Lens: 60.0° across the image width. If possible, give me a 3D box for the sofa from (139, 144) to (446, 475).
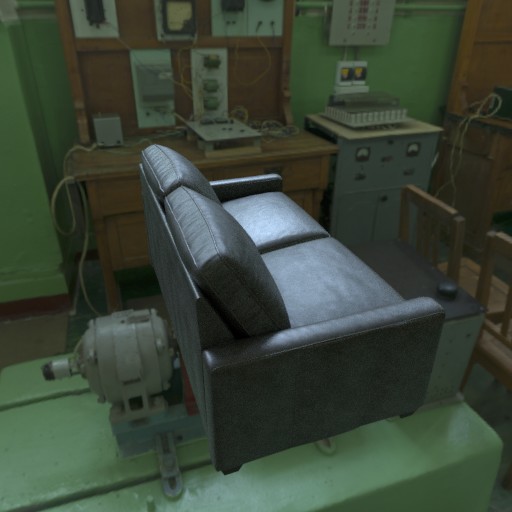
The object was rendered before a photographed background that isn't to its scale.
[{"bbox_3d":[0.000,0.000,2.294,0.939,0.916,1.732,-10,31,-17],"label":"sofa"}]
